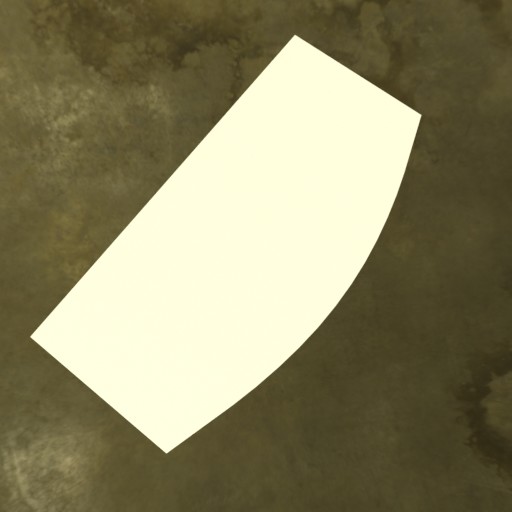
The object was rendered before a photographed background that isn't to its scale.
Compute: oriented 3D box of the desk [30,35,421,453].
[{"bbox_3d":[0.000,0.000,2.039,0.802,0.750,1.600,36,79,9],"label":"desk"}]
